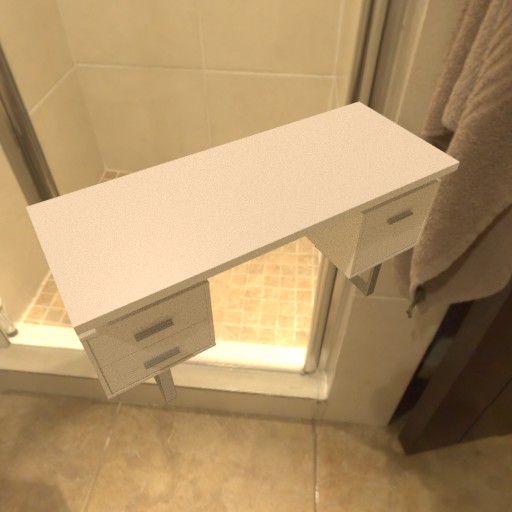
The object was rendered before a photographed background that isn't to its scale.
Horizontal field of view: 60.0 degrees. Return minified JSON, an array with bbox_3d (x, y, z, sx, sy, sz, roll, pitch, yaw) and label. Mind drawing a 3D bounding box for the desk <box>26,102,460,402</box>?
[{"bbox_3d":[0.000,0.000,1.929,1.530,0.773,0.603,-24,50,-22],"label":"desk"}]
